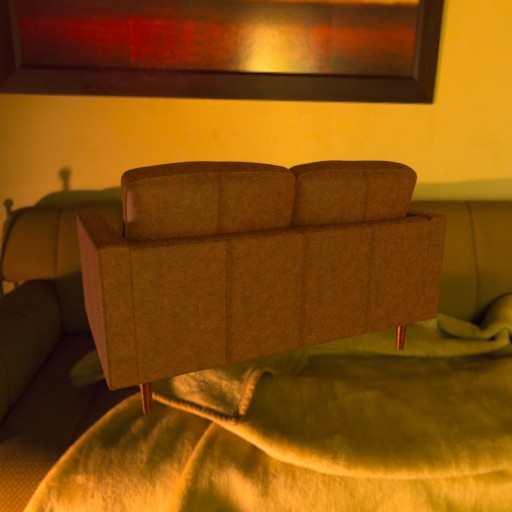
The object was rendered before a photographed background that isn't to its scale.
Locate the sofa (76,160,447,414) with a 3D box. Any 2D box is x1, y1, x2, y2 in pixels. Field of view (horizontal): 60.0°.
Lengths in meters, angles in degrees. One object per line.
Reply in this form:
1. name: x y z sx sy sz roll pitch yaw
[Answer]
1. sofa: 0.000 0.000 2.206 1.578 0.951 0.909 -7 15 -25
